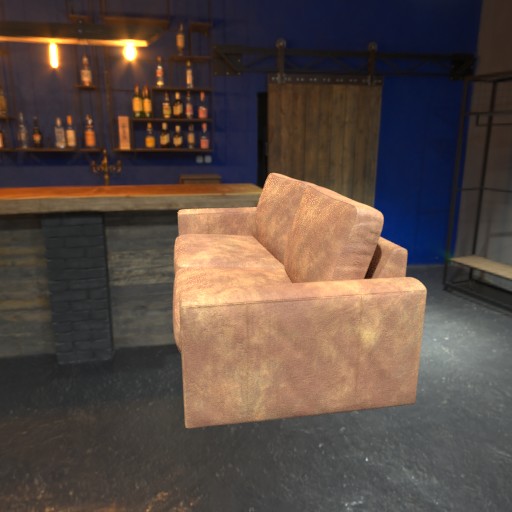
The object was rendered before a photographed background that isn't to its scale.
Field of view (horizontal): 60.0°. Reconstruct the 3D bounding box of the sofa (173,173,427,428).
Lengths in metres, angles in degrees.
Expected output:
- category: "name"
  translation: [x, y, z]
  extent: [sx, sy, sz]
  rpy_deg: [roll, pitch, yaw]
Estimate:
- category: "sofa"
  translation: [0.000, 0.000, 2.743]
  extent: [1.016, 0.873, 2.179]
  rpy_deg: [-3, 15, -9]
